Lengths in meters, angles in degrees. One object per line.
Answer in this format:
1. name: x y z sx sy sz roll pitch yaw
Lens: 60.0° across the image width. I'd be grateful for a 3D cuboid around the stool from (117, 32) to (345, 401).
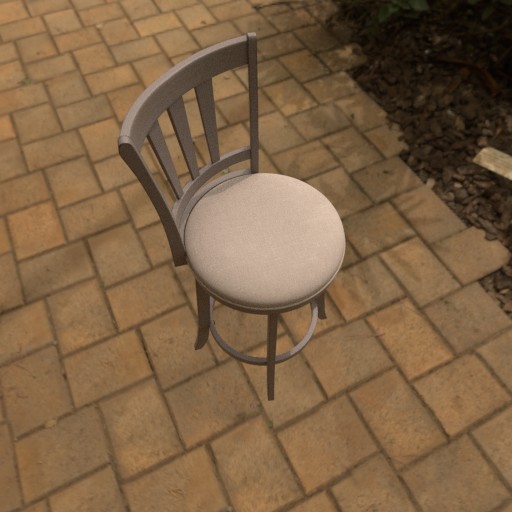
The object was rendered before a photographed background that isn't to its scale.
1. stool: 0.000 0.000 1.266 0.475 1.023 0.436 30 62 18
